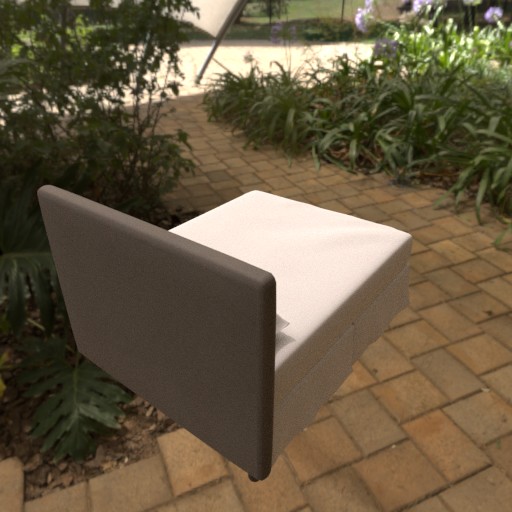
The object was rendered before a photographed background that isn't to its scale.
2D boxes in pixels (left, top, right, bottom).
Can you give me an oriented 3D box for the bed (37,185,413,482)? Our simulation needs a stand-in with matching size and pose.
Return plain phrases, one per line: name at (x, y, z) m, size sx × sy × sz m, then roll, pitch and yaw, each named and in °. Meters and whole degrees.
bed at (0.000, 0.000, 3.171) m, size 1.723 × 1.330 × 2.142 m, roll 21°, pitch 36°, yaw 32°
